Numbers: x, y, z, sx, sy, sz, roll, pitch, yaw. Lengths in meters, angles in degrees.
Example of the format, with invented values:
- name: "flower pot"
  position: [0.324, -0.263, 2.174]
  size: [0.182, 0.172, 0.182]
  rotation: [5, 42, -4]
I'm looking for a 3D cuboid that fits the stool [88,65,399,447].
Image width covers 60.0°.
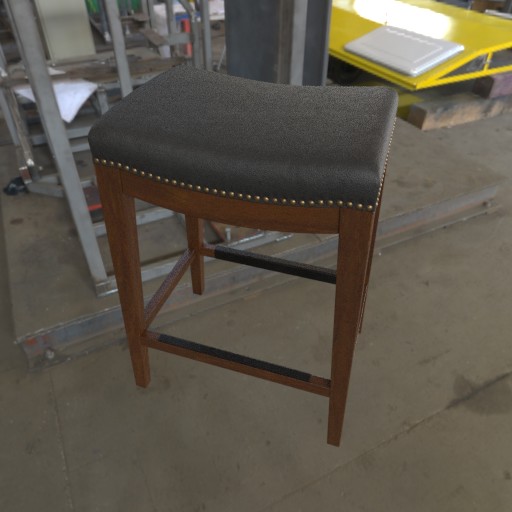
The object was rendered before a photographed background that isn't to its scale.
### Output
- name: "stool"
  position: [0.000, 0.000, 0.923]
  size: [0.490, 0.664, 0.353]
  rotation: [12, 41, 14]
